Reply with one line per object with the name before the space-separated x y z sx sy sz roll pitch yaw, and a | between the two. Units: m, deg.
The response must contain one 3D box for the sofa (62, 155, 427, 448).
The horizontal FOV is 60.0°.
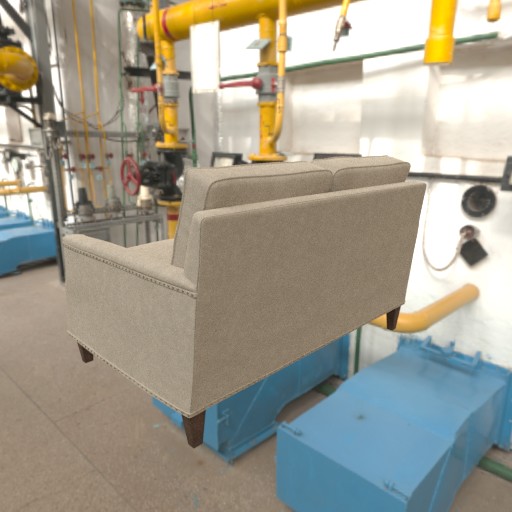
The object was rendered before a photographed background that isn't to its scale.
sofa | 0.000 0.000 2.273 1.597 1.002 1.084 -14 21 -43
